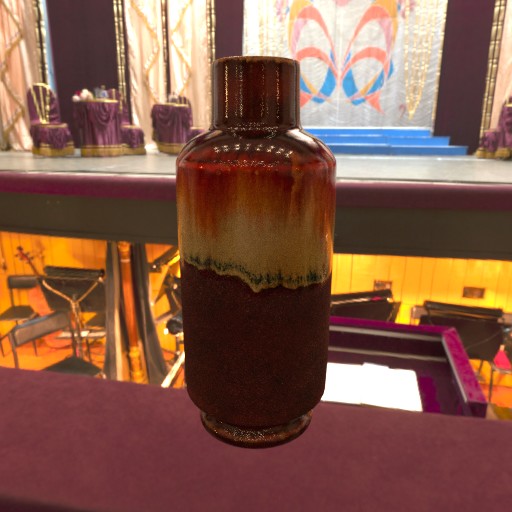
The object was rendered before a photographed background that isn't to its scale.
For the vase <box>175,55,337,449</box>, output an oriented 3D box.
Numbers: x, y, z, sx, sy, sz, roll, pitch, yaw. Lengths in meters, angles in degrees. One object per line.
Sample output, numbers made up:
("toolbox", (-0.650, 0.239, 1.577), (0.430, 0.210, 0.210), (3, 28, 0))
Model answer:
("vase", (0.000, 0.000, 0.323), (0.111, 0.261, 0.111), (0, 16, 0))
